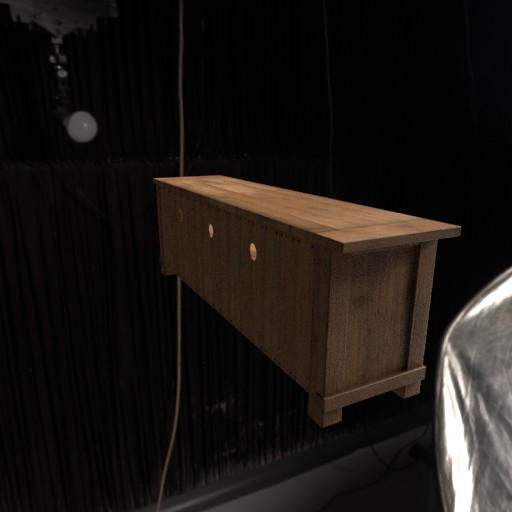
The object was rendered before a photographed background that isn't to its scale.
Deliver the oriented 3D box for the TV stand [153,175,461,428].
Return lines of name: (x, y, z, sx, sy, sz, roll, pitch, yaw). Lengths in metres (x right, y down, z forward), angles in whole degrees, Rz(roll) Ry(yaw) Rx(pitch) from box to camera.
TV stand: (0.000, 0.000, 2.048, 0.453, 0.573, 1.804, -8, 17, -26)
